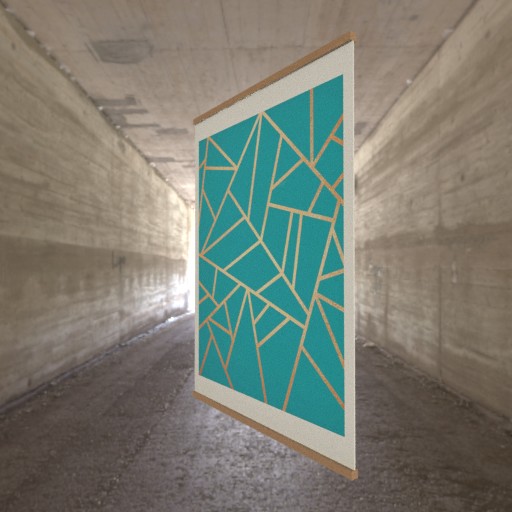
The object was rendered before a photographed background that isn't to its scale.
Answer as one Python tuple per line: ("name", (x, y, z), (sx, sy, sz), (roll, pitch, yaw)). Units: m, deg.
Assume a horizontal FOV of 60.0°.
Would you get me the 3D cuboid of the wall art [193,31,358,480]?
("wall art", (0.000, 0.000, 0.789), (0.012, 0.608, 0.459), (1, -1, -36))
